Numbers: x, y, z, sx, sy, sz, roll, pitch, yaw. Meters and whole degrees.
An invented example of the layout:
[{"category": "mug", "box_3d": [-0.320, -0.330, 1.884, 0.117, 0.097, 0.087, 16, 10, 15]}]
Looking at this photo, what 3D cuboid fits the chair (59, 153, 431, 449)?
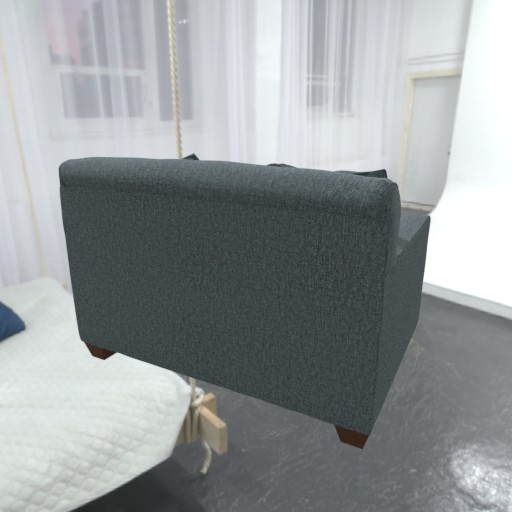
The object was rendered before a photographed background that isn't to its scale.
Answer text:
[{"category": "chair", "box_3d": [0.000, 0.000, 2.047, 1.383, 0.948, 1.000, 9, 20, 27]}]
